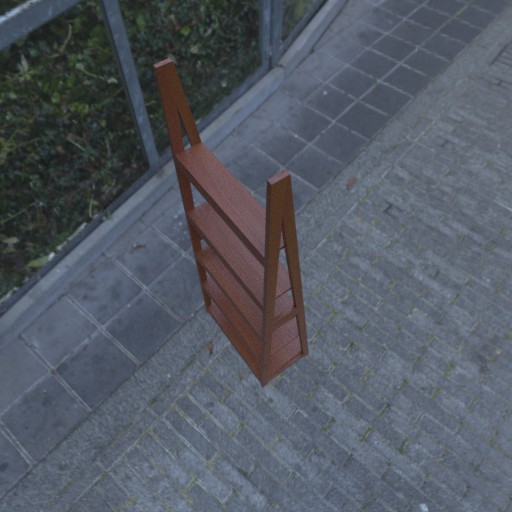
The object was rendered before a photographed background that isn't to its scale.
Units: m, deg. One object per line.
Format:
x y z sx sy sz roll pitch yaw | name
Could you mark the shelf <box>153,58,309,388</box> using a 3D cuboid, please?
0.000 0.000 2.072 0.356 1.780 0.630 -31 62 -19 | shelf
